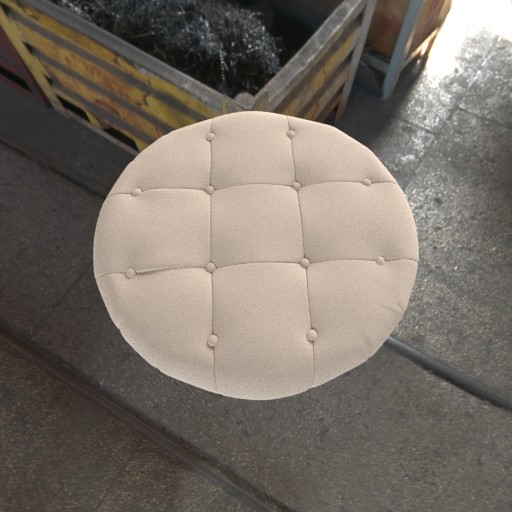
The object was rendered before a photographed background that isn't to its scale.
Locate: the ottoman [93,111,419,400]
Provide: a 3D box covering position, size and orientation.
[{"bbox_3d":[0.000,0.000,1.378,0.901,0.439,0.901,0,65,0],"label":"ottoman"}]
